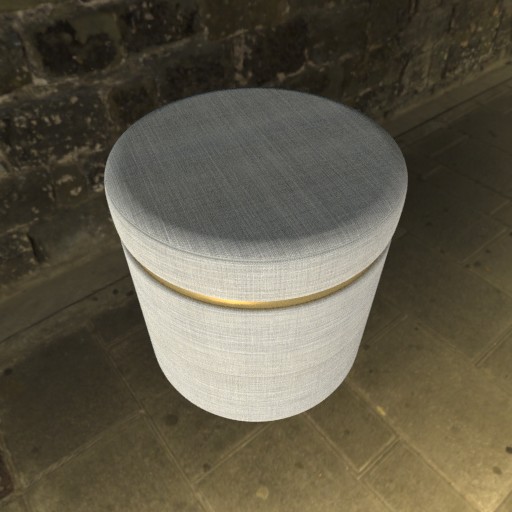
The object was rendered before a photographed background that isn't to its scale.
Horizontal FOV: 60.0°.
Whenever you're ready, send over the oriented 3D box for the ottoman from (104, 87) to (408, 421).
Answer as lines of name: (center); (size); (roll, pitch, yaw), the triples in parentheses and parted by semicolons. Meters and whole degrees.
ottoman: (0.000, 0.000, 0.730); (0.400, 0.406, 0.400); (0, 46, 0)
